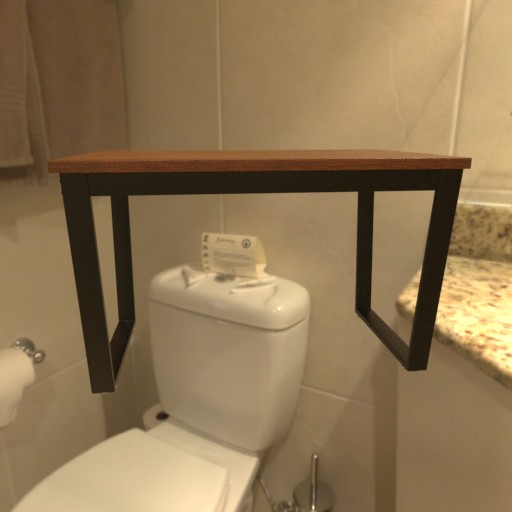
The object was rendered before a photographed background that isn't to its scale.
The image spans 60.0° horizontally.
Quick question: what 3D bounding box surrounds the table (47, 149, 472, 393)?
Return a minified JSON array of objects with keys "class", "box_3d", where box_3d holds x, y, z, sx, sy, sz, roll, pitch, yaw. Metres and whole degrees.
[{"class":"table","box_3d":[0.000,0.000,1.686,1.205,0.760,0.714,-2,16,-7]}]
